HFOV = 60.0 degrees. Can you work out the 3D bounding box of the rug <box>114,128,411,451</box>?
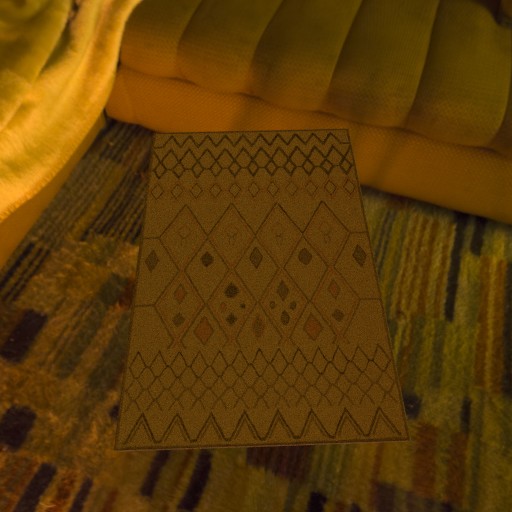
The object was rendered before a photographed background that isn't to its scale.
[{"bbox_3d":[0.000,0.000,2.292,1.219,0.016,1.829,-2,59,-1],"label":"rug"}]
